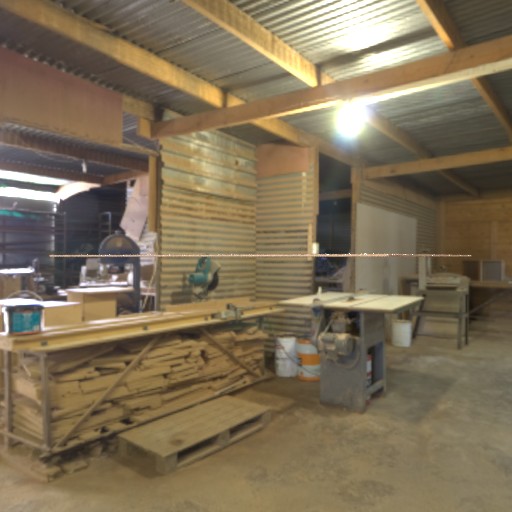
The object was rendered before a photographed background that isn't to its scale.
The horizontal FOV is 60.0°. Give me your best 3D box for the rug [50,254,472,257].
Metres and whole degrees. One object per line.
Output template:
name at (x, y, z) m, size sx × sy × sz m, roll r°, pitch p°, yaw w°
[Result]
rug at (0.000, 0.000, 2.298) m, size 1.829 × 0.009 × 1.219 m, roll 0°, pitch 0°, yaw 36°
